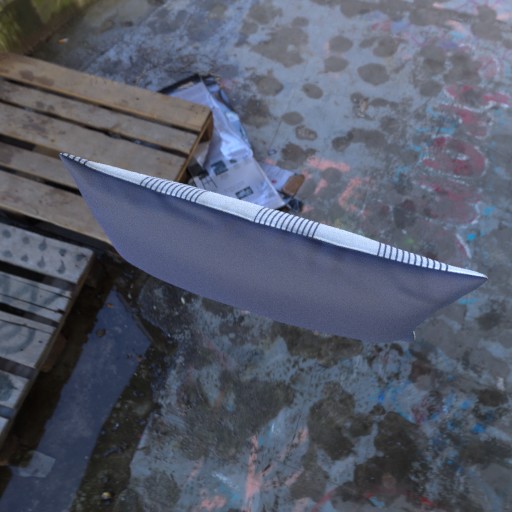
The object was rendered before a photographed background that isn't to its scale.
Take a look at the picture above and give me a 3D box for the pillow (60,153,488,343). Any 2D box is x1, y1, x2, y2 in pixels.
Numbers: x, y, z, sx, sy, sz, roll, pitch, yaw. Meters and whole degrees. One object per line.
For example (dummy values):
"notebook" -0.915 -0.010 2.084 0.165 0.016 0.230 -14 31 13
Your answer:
"pillow" 0.000 0.000 0.721 0.610 0.287 0.151 17 64 9
